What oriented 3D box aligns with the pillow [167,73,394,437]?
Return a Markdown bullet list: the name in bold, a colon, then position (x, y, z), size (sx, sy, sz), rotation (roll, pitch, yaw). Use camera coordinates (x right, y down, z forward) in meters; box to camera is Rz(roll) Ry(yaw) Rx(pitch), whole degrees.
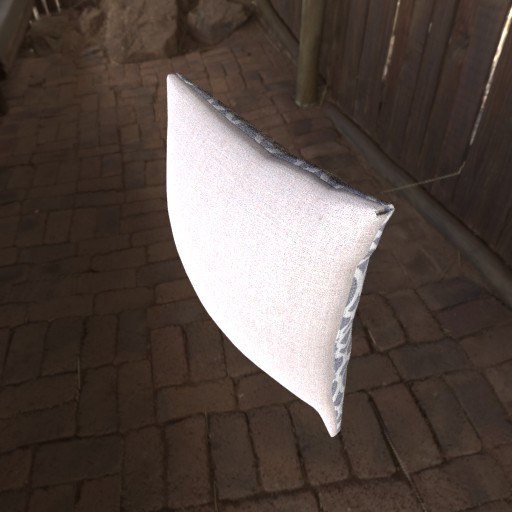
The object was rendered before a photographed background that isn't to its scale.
- **pillow**: position (0.000, 0.000, 0.791), size (0.215, 0.498, 0.508), rotation (-25, 47, -26)
